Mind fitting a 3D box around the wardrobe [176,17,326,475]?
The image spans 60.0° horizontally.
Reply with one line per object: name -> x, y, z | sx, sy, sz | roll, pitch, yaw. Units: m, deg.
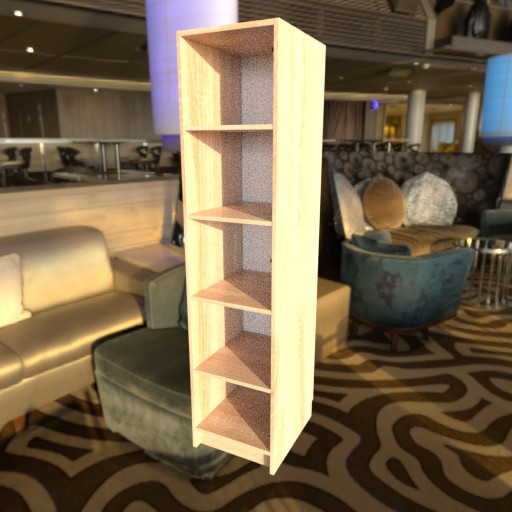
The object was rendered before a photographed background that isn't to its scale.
wardrobe -> 0.000, 0.000, 2.358 | 0.496, 2.117, 0.588 | 7, 16, 26
